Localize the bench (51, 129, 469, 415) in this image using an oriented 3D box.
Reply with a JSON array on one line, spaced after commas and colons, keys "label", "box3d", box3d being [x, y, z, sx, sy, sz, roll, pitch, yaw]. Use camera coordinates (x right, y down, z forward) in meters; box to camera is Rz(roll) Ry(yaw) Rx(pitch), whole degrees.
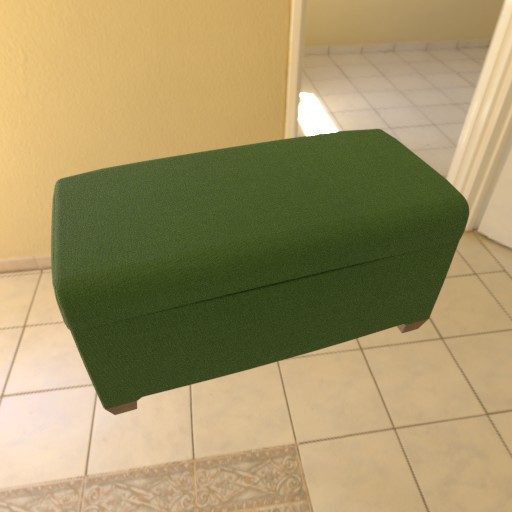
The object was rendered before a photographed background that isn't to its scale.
[{"label": "bench", "box3d": [0.000, 0.000, 1.279, 0.989, 0.501, 0.505, -12, 43, -14]}]
